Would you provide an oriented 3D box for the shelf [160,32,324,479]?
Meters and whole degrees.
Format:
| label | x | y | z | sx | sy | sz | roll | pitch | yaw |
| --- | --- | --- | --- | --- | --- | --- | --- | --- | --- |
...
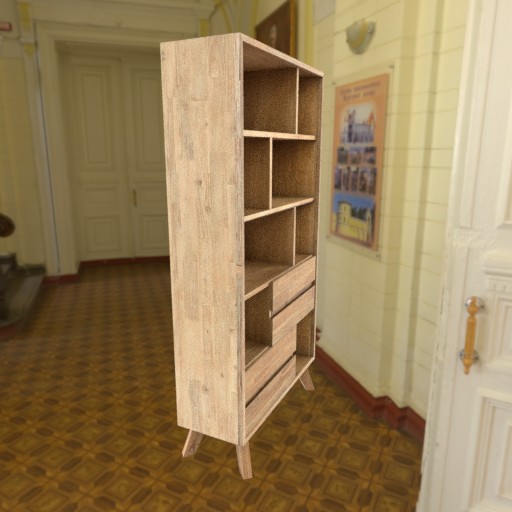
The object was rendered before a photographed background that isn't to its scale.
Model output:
| label | x | y | z | sx | sy | sz | roll | pitch | yaw |
| --- | --- | --- | --- | --- | --- | --- | --- | --- | --- |
| shelf | 0.000 | 0.000 | 1.790 | 0.308 | 1.471 | 0.748 | 7 | 15 | 26 |
